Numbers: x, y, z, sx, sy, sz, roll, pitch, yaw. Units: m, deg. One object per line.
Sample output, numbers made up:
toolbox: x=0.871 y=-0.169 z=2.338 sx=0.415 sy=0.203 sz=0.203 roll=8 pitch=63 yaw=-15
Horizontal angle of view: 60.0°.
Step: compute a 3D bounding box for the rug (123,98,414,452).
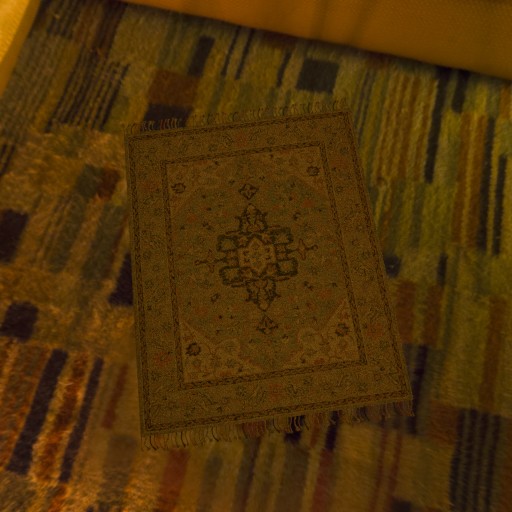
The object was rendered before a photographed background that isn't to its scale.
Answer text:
rug: x=0.000 y=0.000 z=3.489 sx=1.971 sy=0.010 sz=2.651 roll=-7 pitch=74 yaw=-2
